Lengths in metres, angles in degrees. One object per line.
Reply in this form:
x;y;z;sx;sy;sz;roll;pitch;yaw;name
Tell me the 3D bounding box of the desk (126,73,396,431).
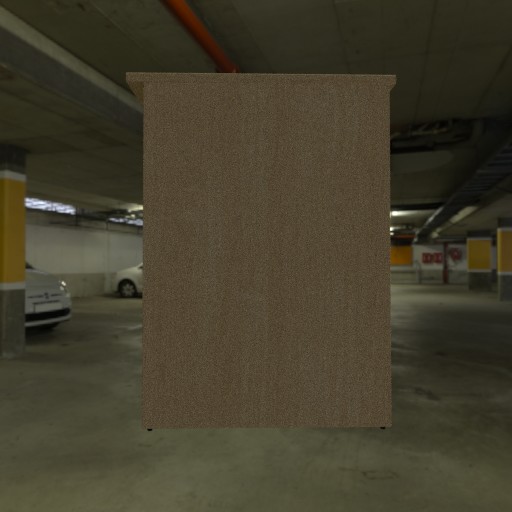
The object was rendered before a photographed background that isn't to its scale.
0.000;0.000;1.460;0.560;0.735;1.097;0;-1;-1;desk
